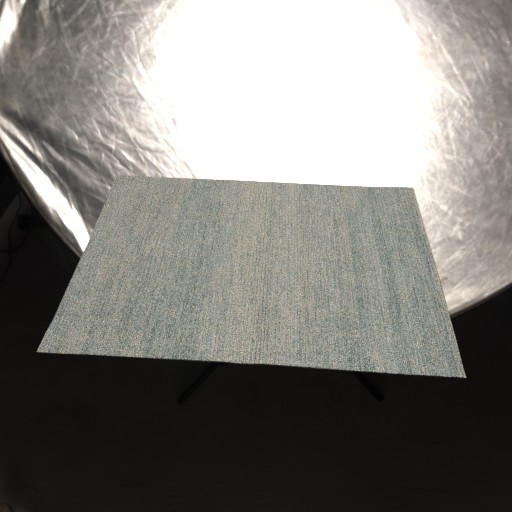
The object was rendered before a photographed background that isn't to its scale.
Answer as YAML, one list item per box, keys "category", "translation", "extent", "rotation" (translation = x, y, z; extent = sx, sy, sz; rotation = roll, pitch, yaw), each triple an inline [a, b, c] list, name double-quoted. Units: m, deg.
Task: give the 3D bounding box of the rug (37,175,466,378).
- category: "rug"
  translation: [0.000, 0.000, 5.099]
  extent: [4.078, 0.052, 2.802]
  rotation: [3, 47, 3]
